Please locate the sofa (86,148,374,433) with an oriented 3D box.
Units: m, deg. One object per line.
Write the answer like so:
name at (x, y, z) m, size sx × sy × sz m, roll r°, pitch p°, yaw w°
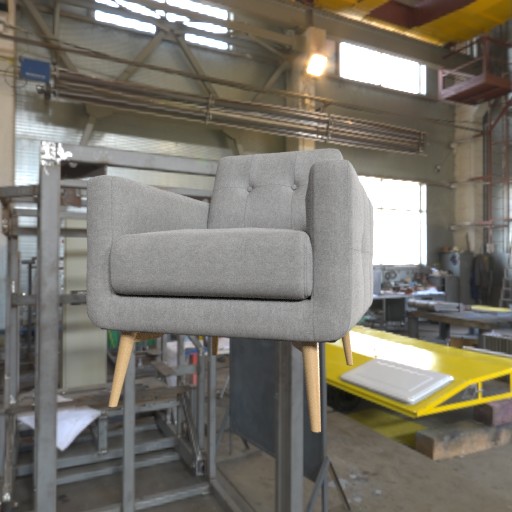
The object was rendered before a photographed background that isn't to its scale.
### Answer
sofa at (0.000, 0.000, 1.555) m, size 0.770 × 0.860 × 0.920 m, roll 0°, pitch 0°, yaw 18°
